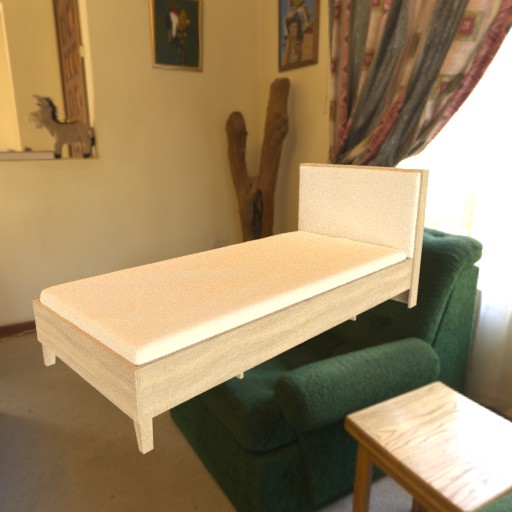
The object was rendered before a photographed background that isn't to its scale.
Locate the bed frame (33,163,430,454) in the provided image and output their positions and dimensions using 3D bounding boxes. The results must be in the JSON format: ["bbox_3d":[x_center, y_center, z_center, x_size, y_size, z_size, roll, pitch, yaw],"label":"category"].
[{"bbox_3d":[0.000,0.000,2.544,0.990,0.920,2.140,14,21,43],"label":"bed frame"}]
